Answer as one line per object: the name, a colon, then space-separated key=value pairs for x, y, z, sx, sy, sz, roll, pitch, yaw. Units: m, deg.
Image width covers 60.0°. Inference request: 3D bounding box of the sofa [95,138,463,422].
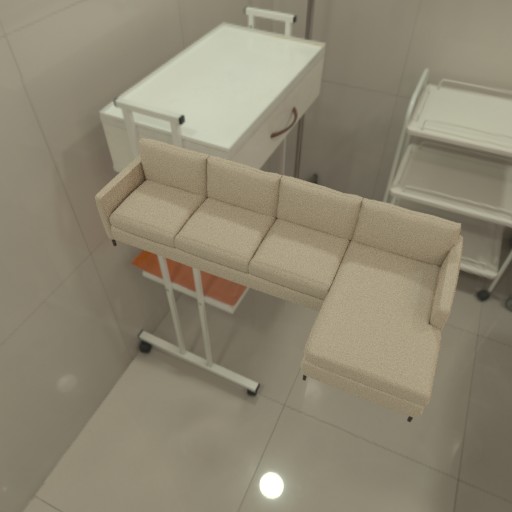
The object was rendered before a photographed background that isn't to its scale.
sofa: x=0.000 y=0.000 z=3.260 sx=2.731 sy=0.755 sz=1.258 roll=18 pitch=50 yaw=16
